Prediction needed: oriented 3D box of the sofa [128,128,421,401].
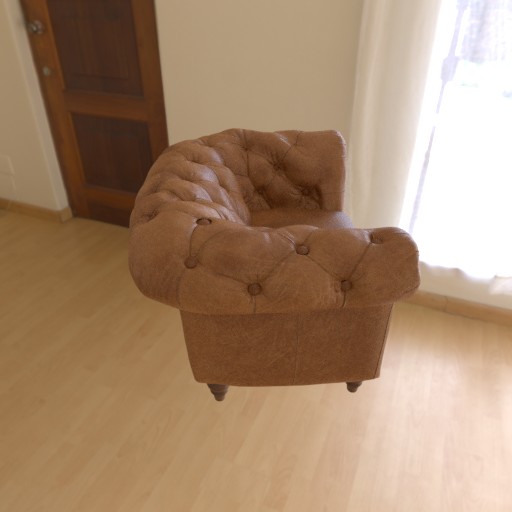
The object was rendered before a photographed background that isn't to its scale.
[{"bbox_3d":[0.000,0.000,2.091,1.033,0.878,1.405,-1,32,-2],"label":"sofa"}]
